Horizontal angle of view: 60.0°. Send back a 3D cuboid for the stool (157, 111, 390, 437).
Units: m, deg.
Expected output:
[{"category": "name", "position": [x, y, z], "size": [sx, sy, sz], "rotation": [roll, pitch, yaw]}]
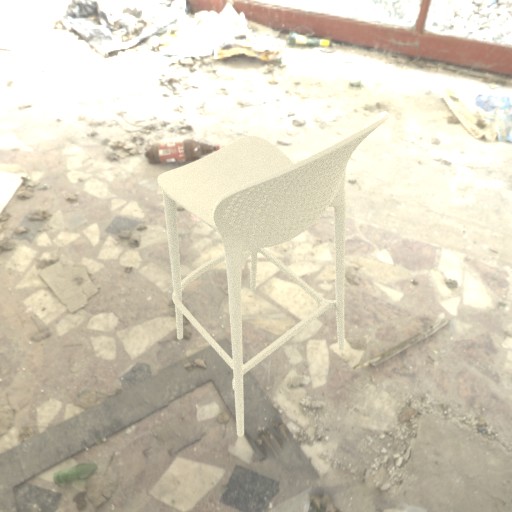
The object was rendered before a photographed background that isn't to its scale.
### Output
[{"category": "stool", "position": [0.000, 0.000, 1.354], "size": [0.536, 1.045, 0.535], "rotation": [-32, 54, -27]}]
